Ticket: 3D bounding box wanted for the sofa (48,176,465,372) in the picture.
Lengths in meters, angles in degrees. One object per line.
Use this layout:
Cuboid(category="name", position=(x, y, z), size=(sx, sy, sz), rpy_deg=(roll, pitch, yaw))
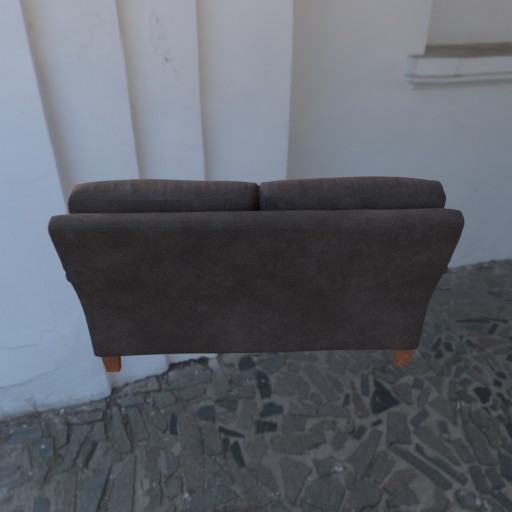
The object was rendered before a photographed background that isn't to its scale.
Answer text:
Cuboid(category="sofa", position=(0.000, 0.000, 2.541), size=(1.853, 1.101, 1.084), rpy_deg=(-1, 29, -2))
